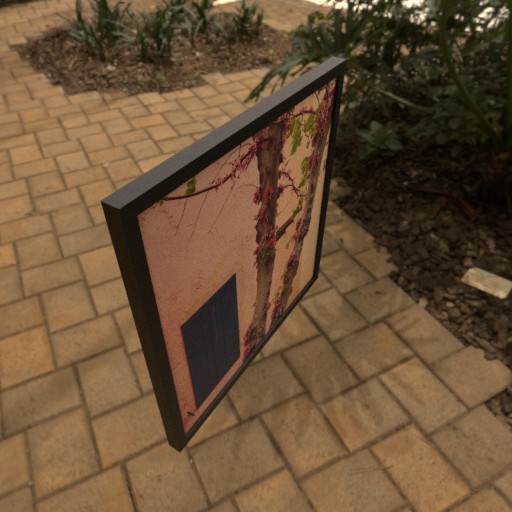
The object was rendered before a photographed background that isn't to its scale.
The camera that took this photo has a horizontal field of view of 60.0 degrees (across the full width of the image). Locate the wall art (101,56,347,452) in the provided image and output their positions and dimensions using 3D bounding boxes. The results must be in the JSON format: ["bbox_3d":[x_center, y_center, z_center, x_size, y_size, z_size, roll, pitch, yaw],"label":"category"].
[{"bbox_3d":[0.000,0.000,1.124,0.038,0.762,0.762,24,47,24],"label":"wall art"}]
